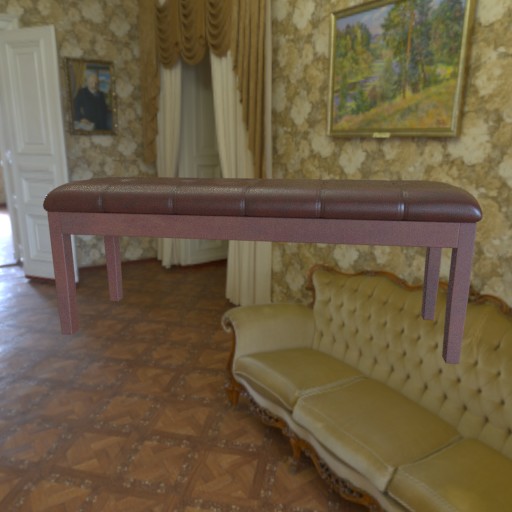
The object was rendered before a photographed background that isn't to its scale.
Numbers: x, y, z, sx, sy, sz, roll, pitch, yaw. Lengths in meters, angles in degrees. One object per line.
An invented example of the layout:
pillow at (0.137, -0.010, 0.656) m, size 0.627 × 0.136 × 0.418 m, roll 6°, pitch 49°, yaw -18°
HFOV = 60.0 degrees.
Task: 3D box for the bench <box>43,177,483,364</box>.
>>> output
bench at (0.000, 0.000, 1.467) m, size 1.259 × 0.491 × 0.401 m, roll 2°, pitch 14°, yaw 9°
